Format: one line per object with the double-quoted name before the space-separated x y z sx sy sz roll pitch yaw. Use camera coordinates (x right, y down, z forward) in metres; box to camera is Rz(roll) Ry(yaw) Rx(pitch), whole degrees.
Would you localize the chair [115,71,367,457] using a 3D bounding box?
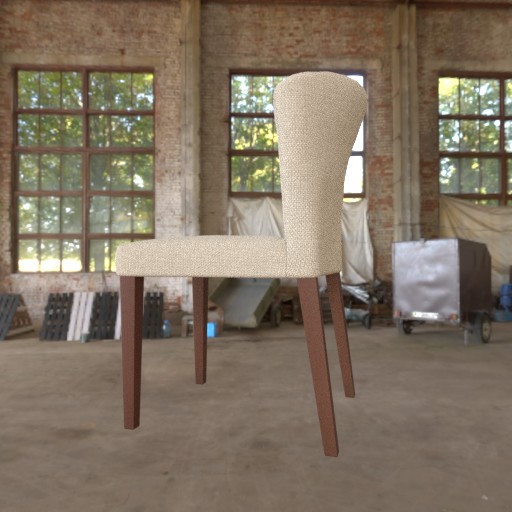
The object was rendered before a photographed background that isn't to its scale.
"chair" 0.000 0.000 1.204 0.589 0.839 0.491 0 -1 17
